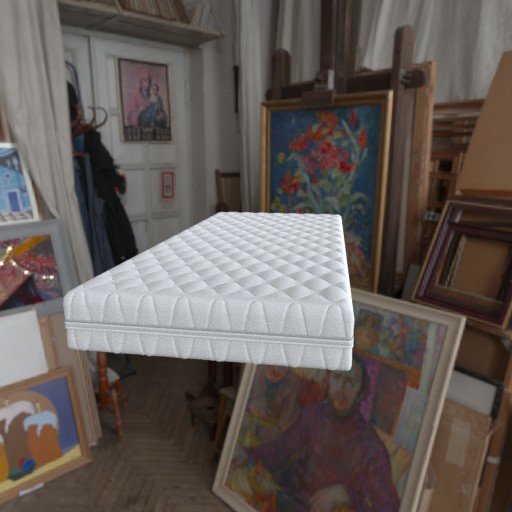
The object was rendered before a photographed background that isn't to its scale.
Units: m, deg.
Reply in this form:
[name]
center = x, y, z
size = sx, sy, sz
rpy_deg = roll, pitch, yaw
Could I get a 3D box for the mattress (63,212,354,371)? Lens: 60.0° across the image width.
[mattress]
center = 0.000, 0.000, 2.283
size = 0.900, 0.200, 2.000
rpy_deg = 2, 13, 9
